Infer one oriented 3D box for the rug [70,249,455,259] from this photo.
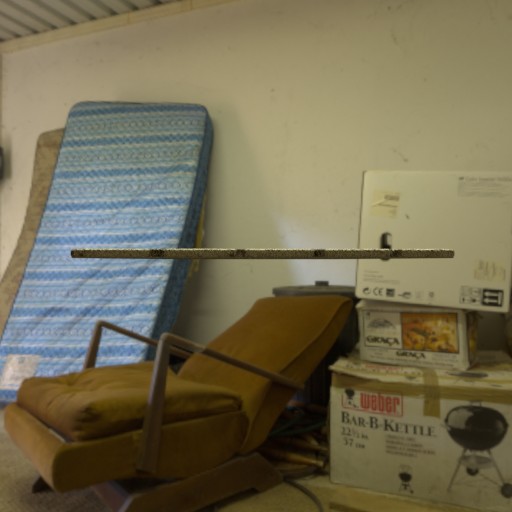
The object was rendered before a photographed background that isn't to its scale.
[{"bbox_3d":[0.000,0.000,2.279,1.219,0.030,1.778,0,-1,-2],"label":"rug"}]
